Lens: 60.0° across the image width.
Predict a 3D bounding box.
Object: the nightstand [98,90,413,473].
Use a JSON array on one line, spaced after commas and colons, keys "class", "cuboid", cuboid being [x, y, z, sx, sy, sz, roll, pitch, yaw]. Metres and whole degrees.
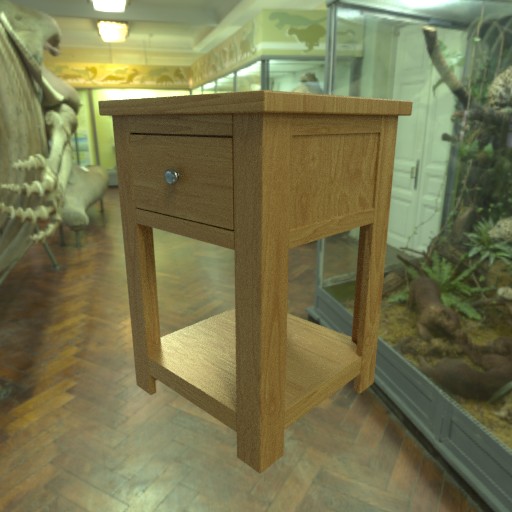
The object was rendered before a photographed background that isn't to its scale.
[{"class": "nightstand", "cuboid": [0.000, 0.000, 0.928, 0.428, 0.614, 0.418, 15, 23, 41]}]
